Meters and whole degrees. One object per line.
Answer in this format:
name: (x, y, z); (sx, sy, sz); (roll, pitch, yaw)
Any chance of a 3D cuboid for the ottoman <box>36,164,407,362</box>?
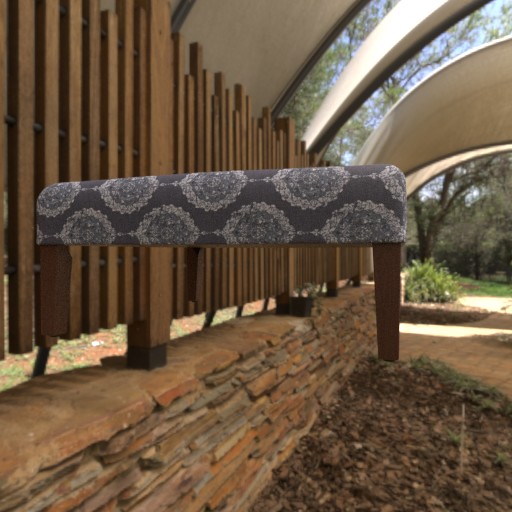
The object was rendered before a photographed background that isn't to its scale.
ottoman: (0.000, 0.000, 1.402); (0.890, 0.409, 0.889); (0, 1, 18)
